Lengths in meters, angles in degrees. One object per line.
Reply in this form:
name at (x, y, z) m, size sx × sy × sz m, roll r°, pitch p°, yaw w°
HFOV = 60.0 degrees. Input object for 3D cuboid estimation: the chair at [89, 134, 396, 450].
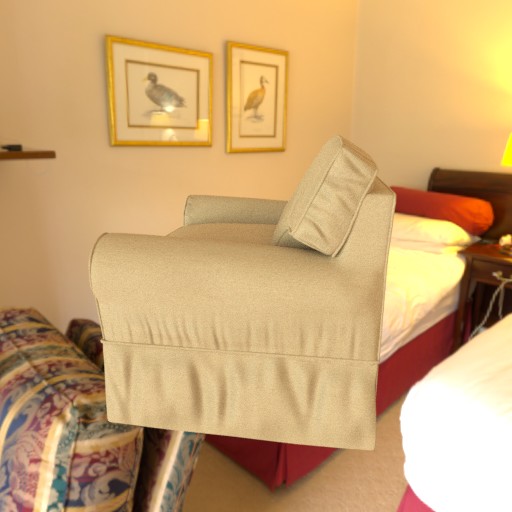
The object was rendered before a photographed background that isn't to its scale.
chair at (0.000, 0.000, 1.774) m, size 0.903 × 0.937 × 1.096 m, roll 2°, pitch 16°, yaw 9°
